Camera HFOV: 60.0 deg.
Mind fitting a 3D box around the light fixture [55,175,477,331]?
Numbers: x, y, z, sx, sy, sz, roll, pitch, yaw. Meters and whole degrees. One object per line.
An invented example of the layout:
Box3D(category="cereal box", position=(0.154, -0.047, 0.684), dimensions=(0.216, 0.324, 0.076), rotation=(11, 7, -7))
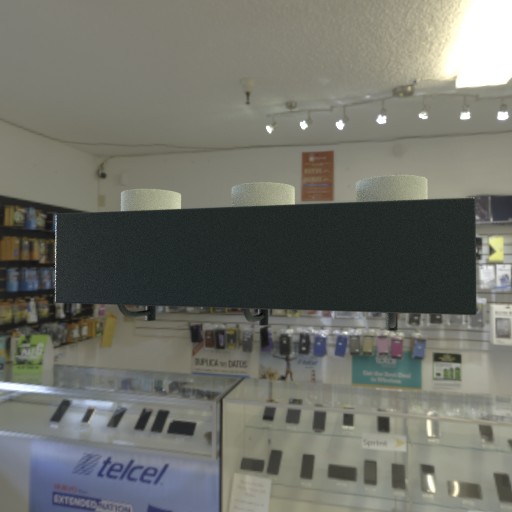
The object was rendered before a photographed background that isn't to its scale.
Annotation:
Box3D(category="light fixture", position=(0.000, 0.000, 0.527), dimensions=(0.451, 0.172, 0.145), rotation=(0, -1, 17))
